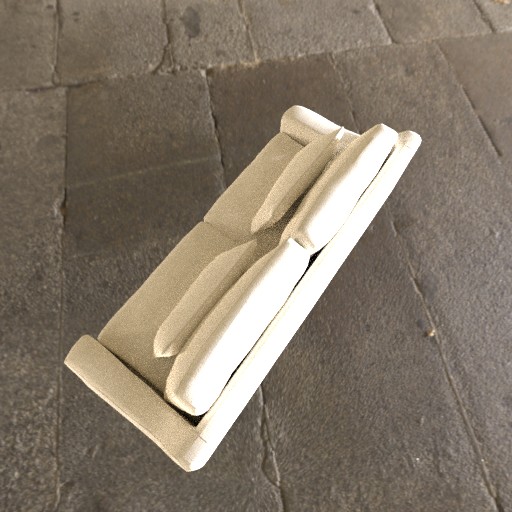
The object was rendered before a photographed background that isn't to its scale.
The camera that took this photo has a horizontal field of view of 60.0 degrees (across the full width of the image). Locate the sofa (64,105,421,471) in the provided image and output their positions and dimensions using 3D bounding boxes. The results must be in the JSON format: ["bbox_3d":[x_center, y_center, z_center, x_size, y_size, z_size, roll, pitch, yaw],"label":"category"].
[{"bbox_3d":[0.000,0.000,2.915,1.009,1.022,2.470,32,67,15],"label":"sofa"}]
